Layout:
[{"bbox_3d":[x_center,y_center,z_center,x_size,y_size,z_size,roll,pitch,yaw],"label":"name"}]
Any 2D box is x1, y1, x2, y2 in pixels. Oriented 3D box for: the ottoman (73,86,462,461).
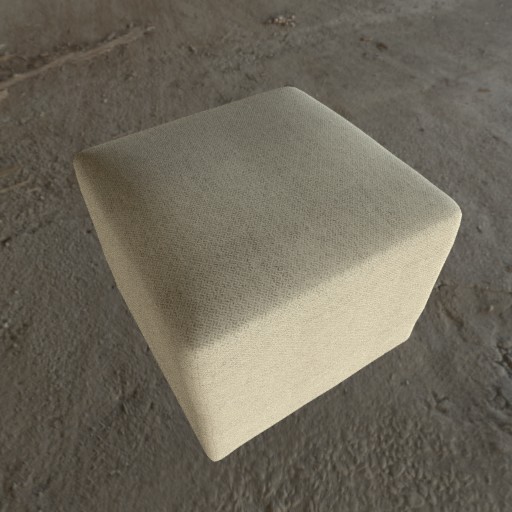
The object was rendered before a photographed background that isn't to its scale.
[{"bbox_3d":[0.000,0.000,0.913,0.521,0.453,0.512,-25,53,-21],"label":"ottoman"}]
